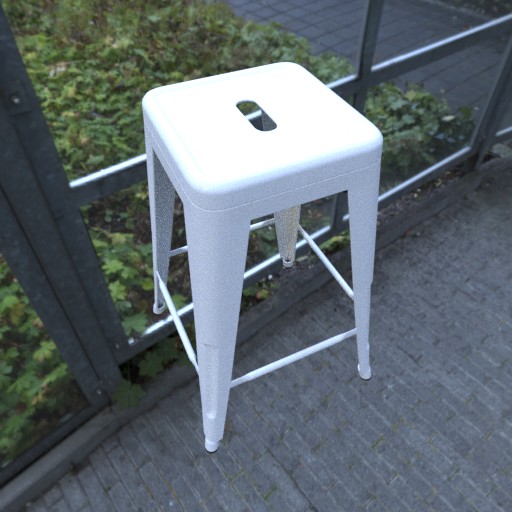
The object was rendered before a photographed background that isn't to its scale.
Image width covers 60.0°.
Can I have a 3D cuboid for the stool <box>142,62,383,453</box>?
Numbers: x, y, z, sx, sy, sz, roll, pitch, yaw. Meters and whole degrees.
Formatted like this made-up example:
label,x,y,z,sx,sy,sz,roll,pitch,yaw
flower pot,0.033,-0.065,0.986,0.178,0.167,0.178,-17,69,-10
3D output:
label,x,y,z,sx,sy,sz,roll,pitch,yaw
stool,0.000,0.000,0.860,0.406,0.610,0.406,-19,50,-17
